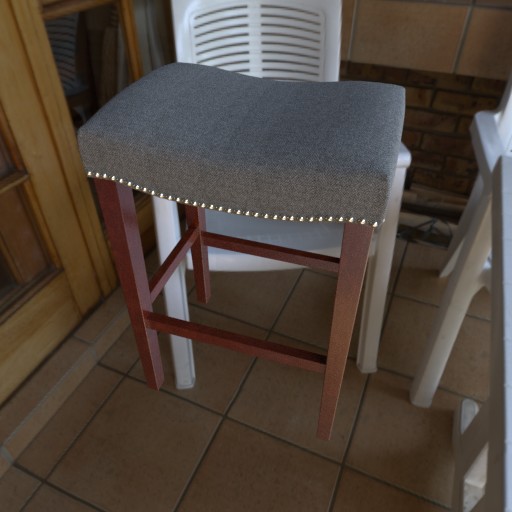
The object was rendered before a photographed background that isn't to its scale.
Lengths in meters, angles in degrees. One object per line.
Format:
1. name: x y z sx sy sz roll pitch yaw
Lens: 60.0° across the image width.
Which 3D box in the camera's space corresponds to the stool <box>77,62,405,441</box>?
1. stool: 0.000 0.000 1.000 0.504 0.742 0.372 12 42 13
